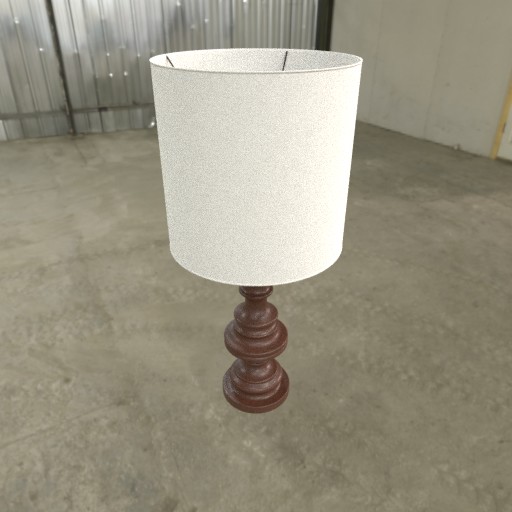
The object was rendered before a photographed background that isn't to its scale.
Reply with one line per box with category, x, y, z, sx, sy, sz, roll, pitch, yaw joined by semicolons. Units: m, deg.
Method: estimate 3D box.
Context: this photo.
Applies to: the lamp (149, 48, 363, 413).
lamp;0.000;0.000;0.555;0.208;0.455;0.208;1;30;1
